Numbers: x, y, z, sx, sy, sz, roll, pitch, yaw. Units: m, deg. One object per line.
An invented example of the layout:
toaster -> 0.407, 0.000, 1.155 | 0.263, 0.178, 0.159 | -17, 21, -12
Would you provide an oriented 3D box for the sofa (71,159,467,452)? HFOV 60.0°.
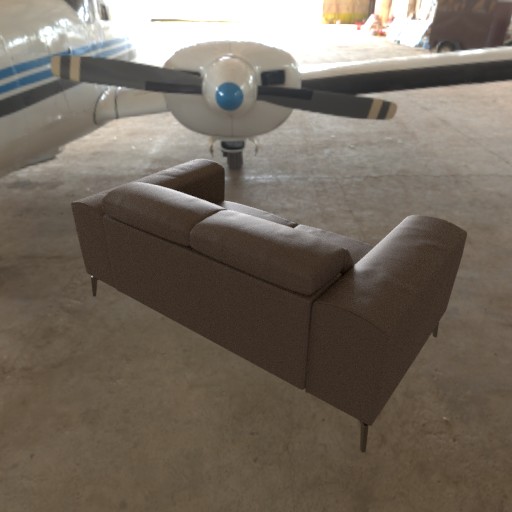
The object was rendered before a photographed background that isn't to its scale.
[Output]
sofa -> 0.000, 0.000, 2.434 | 1.895, 0.779, 1.003 | 21, 36, 32
